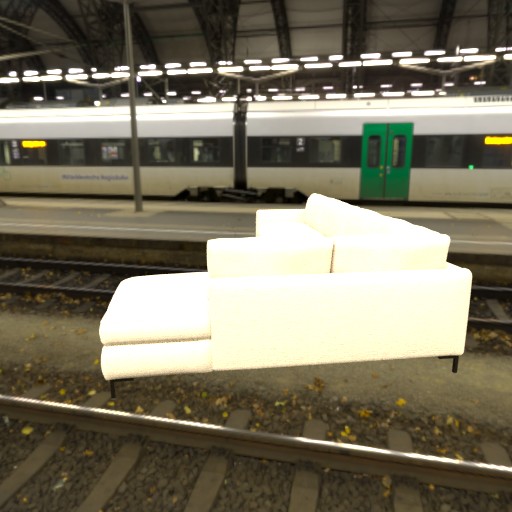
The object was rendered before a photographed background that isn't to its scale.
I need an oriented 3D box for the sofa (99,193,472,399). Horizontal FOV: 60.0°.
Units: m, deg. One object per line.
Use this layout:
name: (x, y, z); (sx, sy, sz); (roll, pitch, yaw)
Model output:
sofa: (0.000, 0.000, 3.726); (2.007, 0.815, 2.949); (-2, 13, -8)
